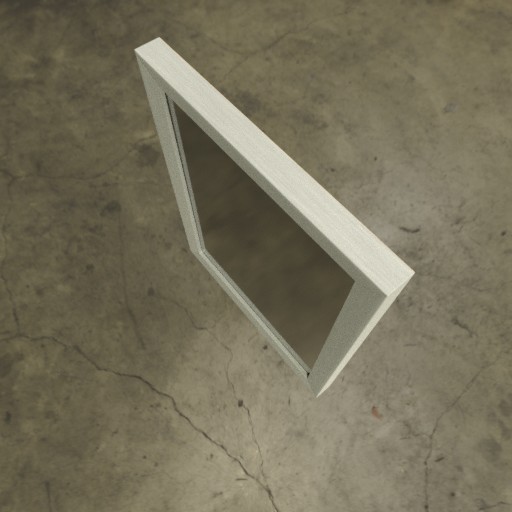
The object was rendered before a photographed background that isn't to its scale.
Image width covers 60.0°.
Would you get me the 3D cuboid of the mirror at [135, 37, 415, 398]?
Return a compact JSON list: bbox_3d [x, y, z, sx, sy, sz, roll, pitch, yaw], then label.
[{"bbox_3d":[0.000,0.000,0.683,0.041,0.508,0.405,-36,68,-17],"label":"mirror"}]
